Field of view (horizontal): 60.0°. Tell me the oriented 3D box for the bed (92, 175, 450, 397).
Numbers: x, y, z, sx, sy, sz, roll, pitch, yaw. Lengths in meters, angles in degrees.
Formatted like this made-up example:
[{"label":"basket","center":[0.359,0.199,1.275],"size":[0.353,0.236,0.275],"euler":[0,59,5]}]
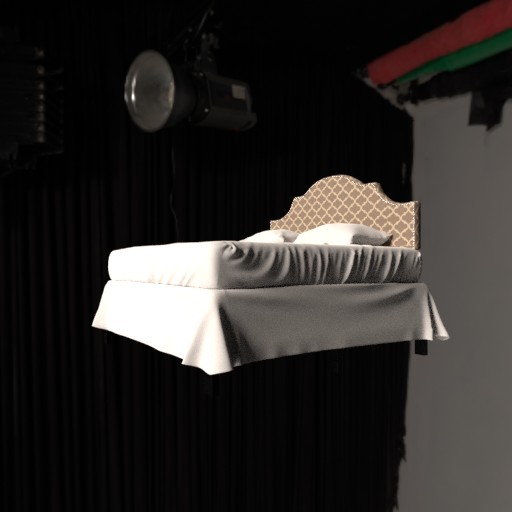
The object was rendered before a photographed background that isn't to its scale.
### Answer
[{"label":"bed","center":[0.000,0.000,3.837],"size":[2.222,1.601,2.314],"euler":[1,-1,-35]}]
